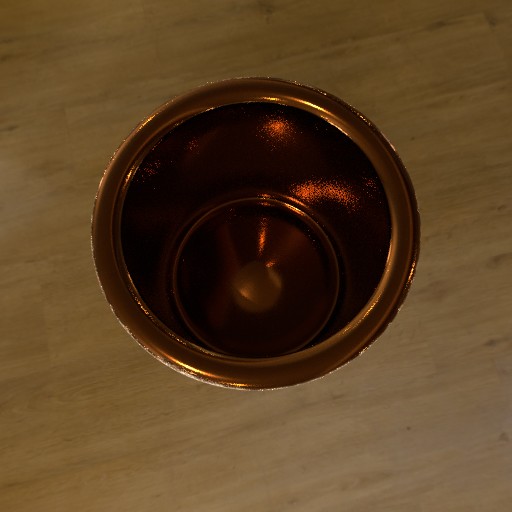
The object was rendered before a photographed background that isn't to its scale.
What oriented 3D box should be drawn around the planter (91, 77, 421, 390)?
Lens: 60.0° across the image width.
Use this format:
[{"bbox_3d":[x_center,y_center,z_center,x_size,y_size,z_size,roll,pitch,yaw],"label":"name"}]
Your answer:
[{"bbox_3d":[0.000,0.000,0.308,0.177,0.157,0.177,0,75,0],"label":"planter"}]
